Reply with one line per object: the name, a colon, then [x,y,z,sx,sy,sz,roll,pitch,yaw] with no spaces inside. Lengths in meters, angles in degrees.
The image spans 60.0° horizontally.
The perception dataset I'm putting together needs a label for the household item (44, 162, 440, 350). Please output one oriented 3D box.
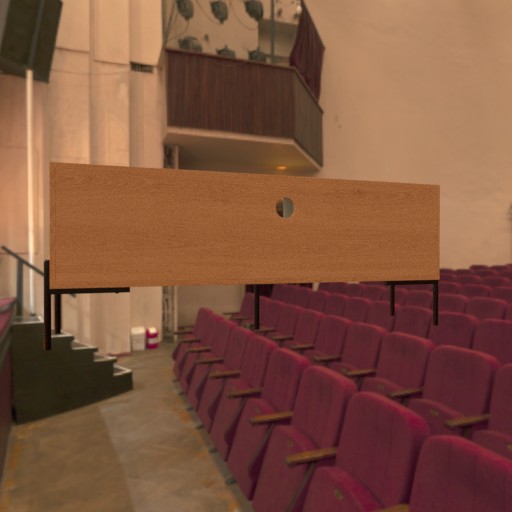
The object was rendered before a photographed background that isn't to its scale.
household item: [0.000,0.000,1.826,1.550,0.600,0.400,0,0,-19]
